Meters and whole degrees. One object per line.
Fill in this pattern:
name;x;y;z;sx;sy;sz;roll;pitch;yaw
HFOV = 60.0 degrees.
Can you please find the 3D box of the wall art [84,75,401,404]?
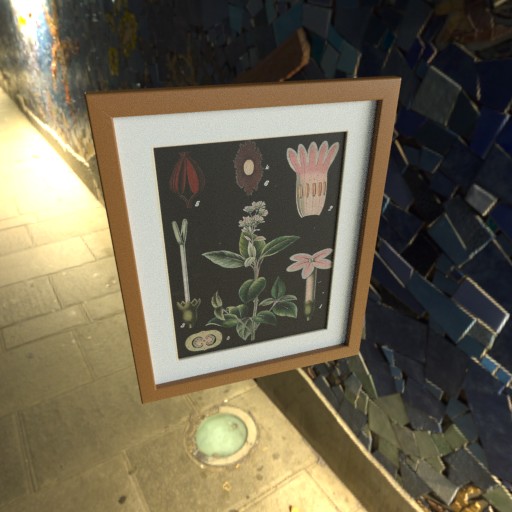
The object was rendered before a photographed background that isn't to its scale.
wall art;0.000;0.000;0.750;0.449;0.550;0.021;-9;31;-15
